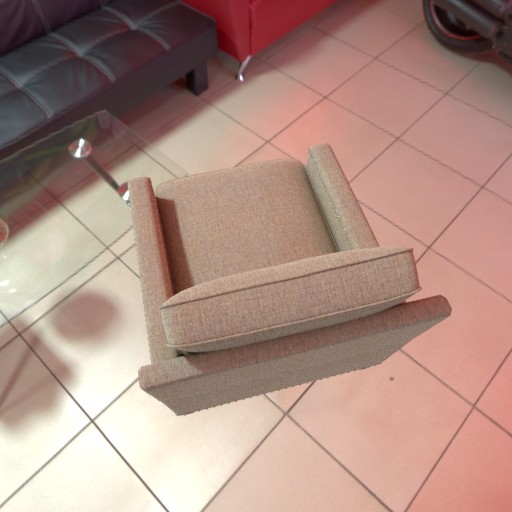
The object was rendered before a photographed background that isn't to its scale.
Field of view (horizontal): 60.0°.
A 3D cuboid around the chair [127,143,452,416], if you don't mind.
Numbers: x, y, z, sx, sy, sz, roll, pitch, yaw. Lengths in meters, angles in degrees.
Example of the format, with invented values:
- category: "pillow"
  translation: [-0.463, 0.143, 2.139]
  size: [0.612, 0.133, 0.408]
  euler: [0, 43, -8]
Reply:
- category: "chair"
  translation: [0.000, 0.000, 1.675]
  size: [0.853, 0.943, 1.014]
  euler: [-12, 59, -8]
